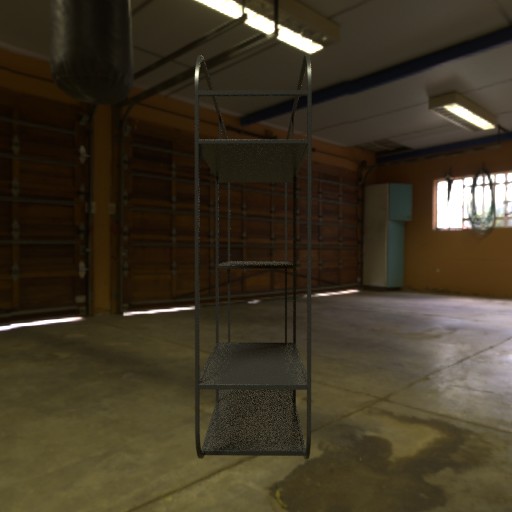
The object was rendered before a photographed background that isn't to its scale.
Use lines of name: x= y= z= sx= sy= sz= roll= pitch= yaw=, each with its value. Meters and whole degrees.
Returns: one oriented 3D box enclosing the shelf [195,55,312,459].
shelf: x=0.000 y=0.000 z=0.908 sx=0.160 sy=0.600 sz=0.600 roll=0 pitch=1 yaw=1
